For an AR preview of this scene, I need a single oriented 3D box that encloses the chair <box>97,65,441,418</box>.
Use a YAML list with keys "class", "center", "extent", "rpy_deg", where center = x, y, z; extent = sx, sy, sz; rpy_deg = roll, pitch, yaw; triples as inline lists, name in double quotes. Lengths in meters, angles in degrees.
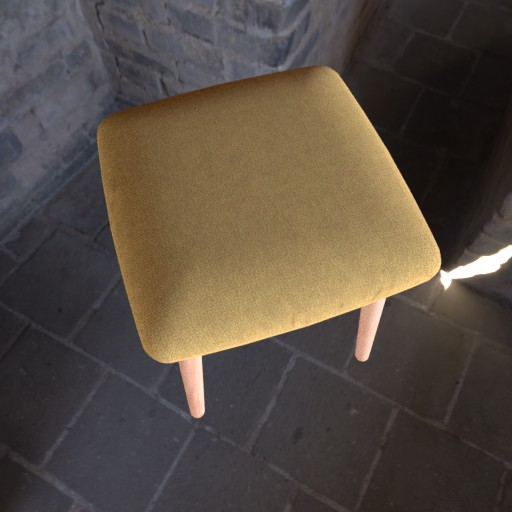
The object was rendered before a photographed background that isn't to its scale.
- class: "chair"
  center: [0.000, 0.000, 0.690]
  extent: [0.350, 0.440, 0.350]
  rpy_deg: [-16, 65, -8]
